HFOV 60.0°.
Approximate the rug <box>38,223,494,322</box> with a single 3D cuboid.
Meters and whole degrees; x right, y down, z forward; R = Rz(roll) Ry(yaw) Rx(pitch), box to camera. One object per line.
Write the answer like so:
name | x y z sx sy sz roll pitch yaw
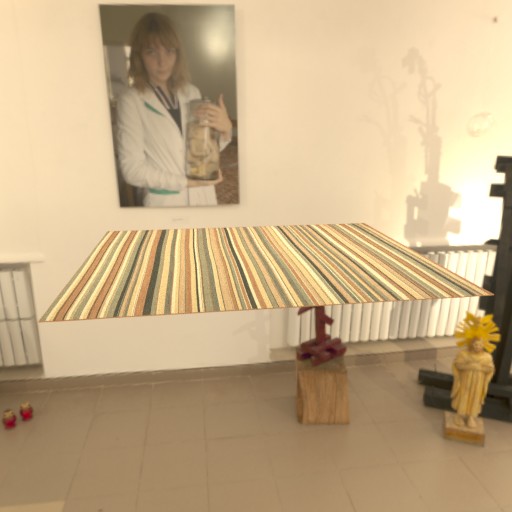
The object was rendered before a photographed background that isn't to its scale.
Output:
rug | 0.000 0.000 4.063 3.045 0.011 2.436 -2 17 -8
